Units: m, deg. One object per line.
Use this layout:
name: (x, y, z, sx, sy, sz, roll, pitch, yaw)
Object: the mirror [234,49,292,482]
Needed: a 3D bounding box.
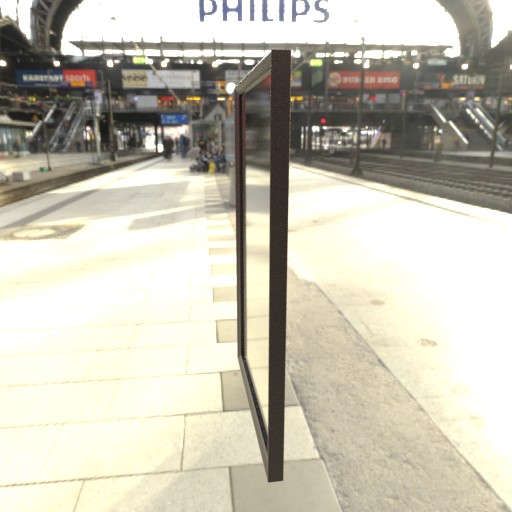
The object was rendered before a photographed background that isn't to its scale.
mirror: (0.000, 0.000, 1.194, 0.041, 0.915, 0.609, -2, 15, -9)
